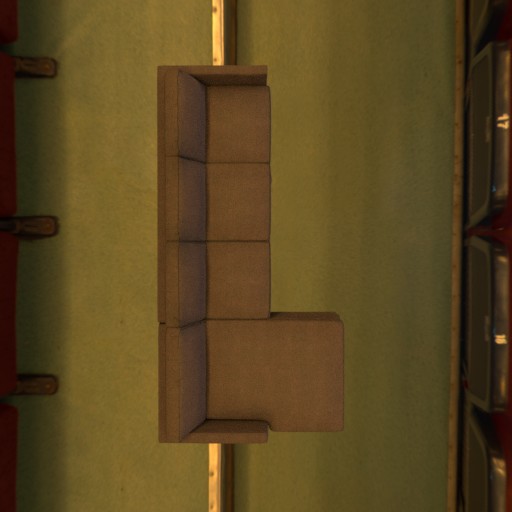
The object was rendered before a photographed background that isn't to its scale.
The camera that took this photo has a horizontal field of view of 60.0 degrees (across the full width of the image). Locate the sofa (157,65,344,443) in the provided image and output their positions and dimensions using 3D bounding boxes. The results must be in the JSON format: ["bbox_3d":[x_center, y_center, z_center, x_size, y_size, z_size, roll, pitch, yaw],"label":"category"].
[{"bbox_3d":[0.000,0.000,3.973,1.650,0.922,3.205,0,91,1],"label":"sofa"}]
